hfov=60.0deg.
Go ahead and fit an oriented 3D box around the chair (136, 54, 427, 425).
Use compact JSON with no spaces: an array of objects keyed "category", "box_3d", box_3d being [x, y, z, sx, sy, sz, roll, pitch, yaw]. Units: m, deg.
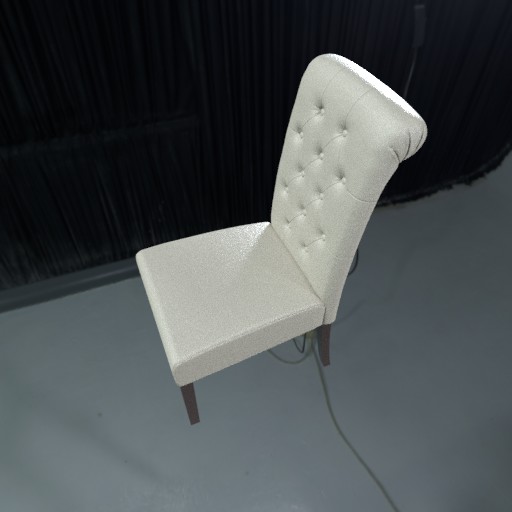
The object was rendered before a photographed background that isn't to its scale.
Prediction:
[{"category":"chair","box_3d":[0.000,0.000,1.342,0.671,1.006,0.456,-17,49,-16]}]
